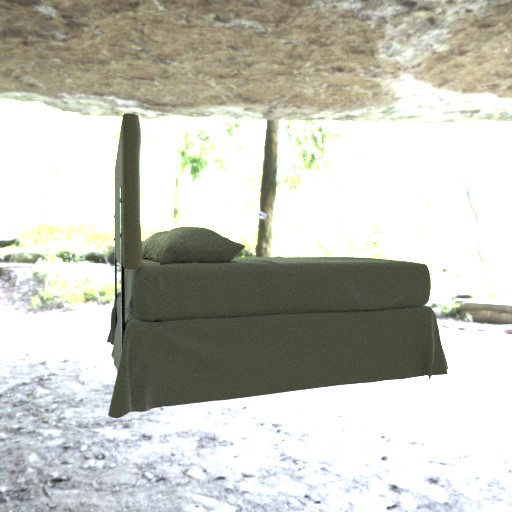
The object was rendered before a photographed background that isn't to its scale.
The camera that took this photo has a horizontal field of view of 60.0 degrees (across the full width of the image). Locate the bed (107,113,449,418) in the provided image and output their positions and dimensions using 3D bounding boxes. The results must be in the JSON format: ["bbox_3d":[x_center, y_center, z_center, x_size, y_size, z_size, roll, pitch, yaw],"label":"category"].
[{"bbox_3d":[0.000,0.000,3.458,2.222,1.577,1.936,0,1,-19],"label":"bed"}]
